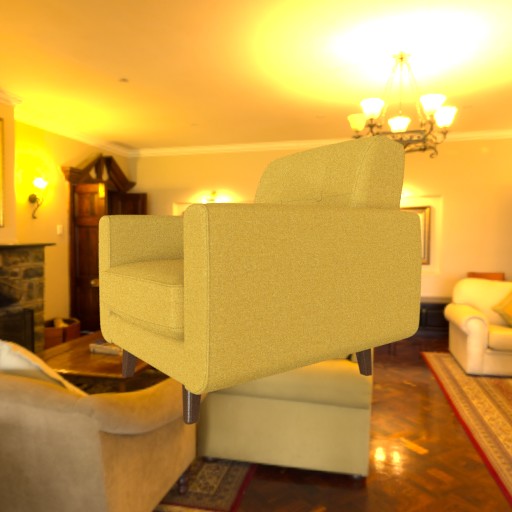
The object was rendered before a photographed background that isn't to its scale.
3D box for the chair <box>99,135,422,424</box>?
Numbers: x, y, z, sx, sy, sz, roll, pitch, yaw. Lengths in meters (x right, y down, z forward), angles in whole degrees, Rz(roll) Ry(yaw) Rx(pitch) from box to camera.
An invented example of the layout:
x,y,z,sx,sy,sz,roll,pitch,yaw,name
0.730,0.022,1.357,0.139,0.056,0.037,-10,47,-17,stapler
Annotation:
x,y,z,sx,sy,sz,roll,pitch,yaw,name
0.000,0.000,1.570,0.909,0.841,0.831,-2,3,-36,chair
